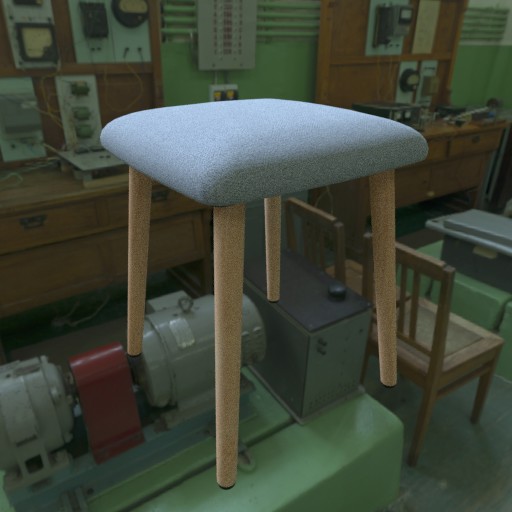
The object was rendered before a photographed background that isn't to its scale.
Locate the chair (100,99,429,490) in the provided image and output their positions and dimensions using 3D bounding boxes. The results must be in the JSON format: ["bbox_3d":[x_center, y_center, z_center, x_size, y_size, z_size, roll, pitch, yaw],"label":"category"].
[{"bbox_3d":[0.000,0.000,0.687,0.350,0.440,0.350,-17,31,-31],"label":"chair"}]
